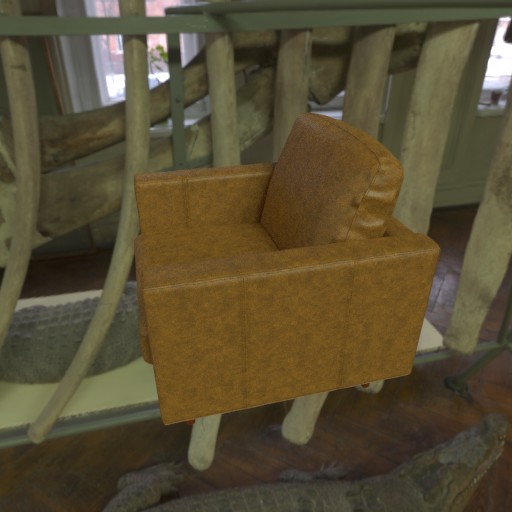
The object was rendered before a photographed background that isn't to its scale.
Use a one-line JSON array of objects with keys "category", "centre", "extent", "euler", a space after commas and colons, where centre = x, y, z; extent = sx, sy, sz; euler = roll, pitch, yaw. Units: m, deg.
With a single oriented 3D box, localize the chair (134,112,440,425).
[{"category": "chair", "centre": [0.000, 0.000, 1.689], "extent": [0.909, 0.956, 0.890], "euler": [-8, 31, -13]}]
